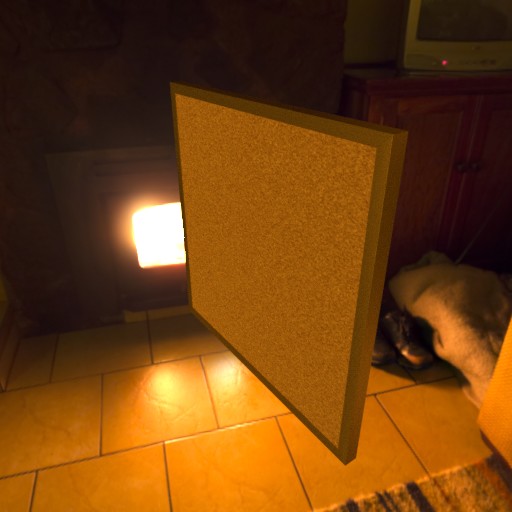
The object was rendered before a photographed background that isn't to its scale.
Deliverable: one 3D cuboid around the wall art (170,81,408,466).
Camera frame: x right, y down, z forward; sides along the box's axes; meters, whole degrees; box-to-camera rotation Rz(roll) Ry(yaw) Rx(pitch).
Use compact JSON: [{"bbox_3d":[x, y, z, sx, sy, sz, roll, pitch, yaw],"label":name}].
[{"bbox_3d":[0.000,0.000,1.137,0.036,0.765,0.767,-19,33,-31],"label":"wall art"}]
